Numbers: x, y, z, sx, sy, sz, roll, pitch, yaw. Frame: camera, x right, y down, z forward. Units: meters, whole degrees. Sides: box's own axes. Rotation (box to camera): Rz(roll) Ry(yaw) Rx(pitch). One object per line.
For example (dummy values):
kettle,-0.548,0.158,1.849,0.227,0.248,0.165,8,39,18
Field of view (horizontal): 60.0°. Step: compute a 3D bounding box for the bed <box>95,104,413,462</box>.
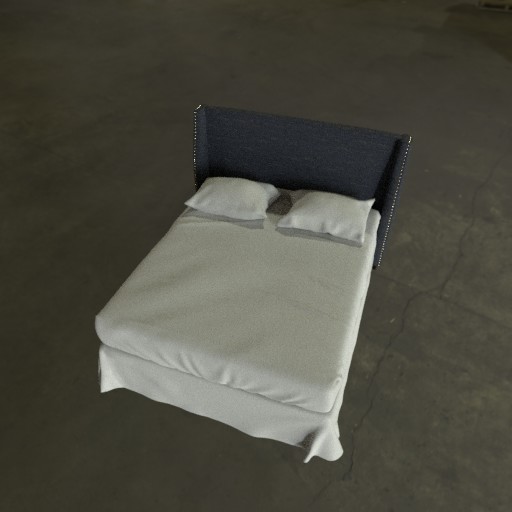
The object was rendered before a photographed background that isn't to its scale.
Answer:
bed,0.000,0.000,3.454,1.925,1.332,2.276,13,43,15
